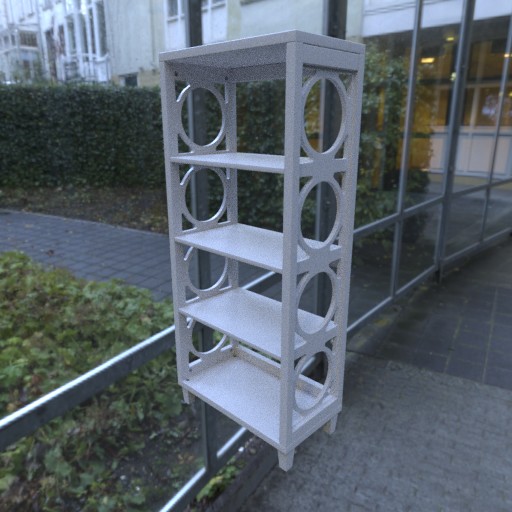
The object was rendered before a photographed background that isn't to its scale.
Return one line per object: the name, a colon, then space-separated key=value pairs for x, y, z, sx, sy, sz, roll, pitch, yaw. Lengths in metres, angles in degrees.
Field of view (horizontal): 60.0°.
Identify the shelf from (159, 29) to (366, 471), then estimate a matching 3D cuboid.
shelf: x=0.000 y=0.000 z=1.652 sx=0.611 sy=1.411 sz=0.340 roll=16 pitch=23 yaw=42
